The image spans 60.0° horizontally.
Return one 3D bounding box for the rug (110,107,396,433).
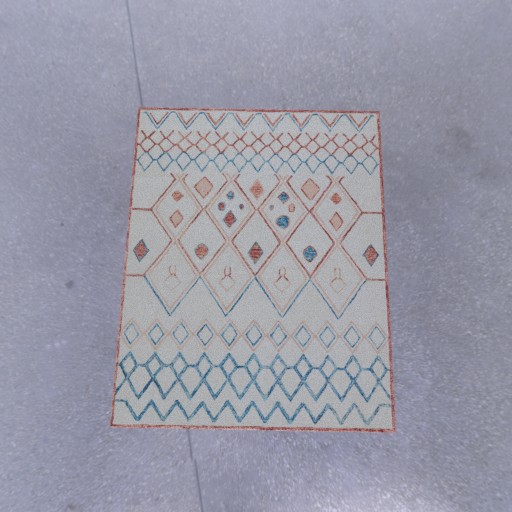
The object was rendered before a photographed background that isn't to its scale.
[{"bbox_3d":[0.000,0.000,4.133,2.441,0.016,3.050,1,77,0],"label":"rug"}]
